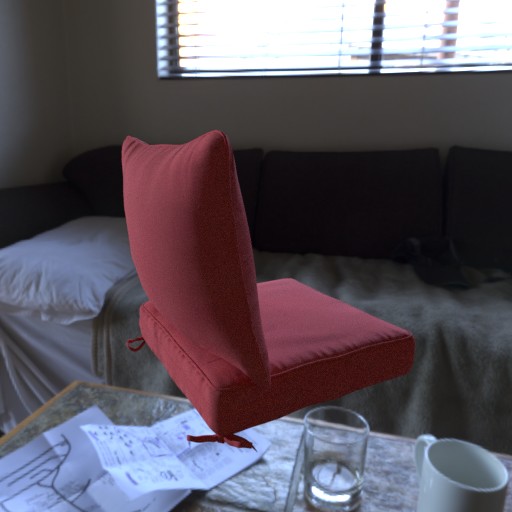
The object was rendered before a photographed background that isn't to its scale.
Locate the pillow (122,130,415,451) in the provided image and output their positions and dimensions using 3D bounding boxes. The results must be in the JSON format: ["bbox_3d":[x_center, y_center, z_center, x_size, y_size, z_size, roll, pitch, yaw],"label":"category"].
[{"bbox_3d":[0.000,0.000,1.371,0.733,0.725,0.798,-8,16,-28],"label":"pillow"}]
